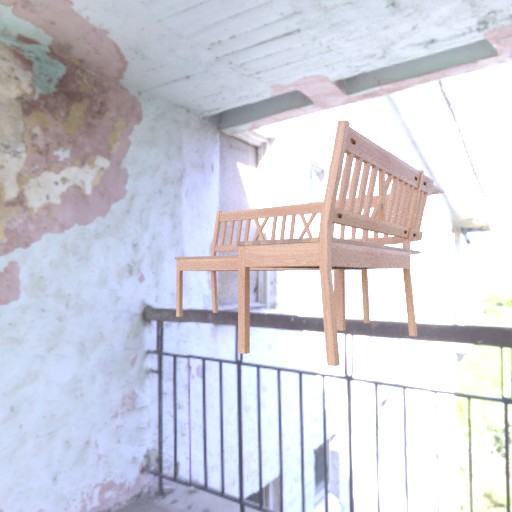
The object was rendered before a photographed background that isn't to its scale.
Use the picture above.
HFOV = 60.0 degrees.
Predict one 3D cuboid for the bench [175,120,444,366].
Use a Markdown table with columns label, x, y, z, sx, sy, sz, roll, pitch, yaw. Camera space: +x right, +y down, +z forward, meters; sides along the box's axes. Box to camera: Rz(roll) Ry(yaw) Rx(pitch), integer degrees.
| label | x | y | z | sx | sy | sz | roll | pitch | yaw |
| --- | --- | --- | --- | --- | --- | --- | --- | --- | --- |
| bench | 0.000 | 0.000 | 2.788 | 1.937 | 0.902 | 1.537 | -2 | -3 | 36 |
